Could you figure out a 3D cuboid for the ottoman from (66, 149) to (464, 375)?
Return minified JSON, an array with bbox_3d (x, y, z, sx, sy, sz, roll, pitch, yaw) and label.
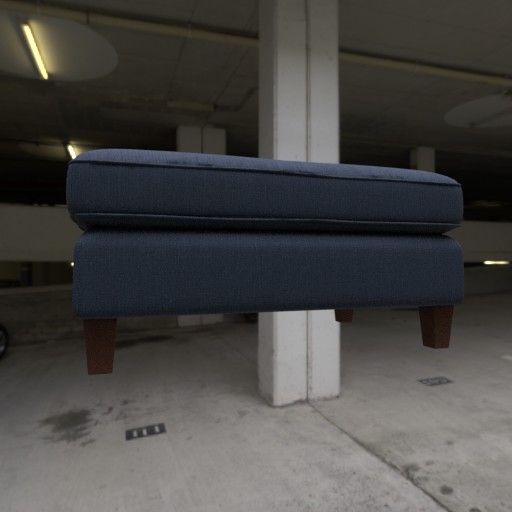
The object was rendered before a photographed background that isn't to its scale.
[{"bbox_3d":[0.000,0.000,1.166,0.885,0.438,0.570,0,0,-18],"label":"ottoman"}]
